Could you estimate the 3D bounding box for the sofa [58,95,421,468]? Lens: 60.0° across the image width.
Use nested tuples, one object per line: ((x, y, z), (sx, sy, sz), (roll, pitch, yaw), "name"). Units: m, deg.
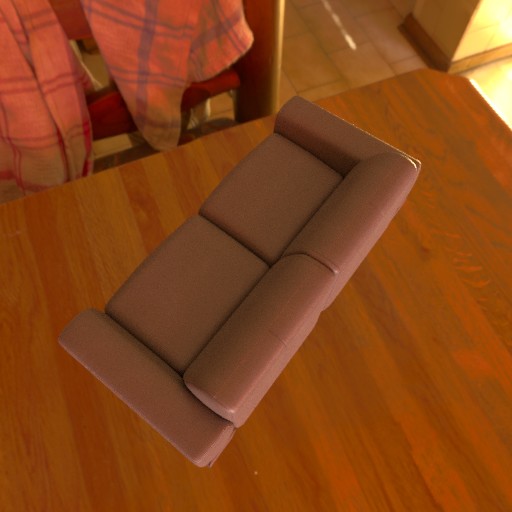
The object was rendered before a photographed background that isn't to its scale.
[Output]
((0.000, 0.000, 2.347), (0.900, 0.772, 1.901), (35, 69, 15), "sofa")
